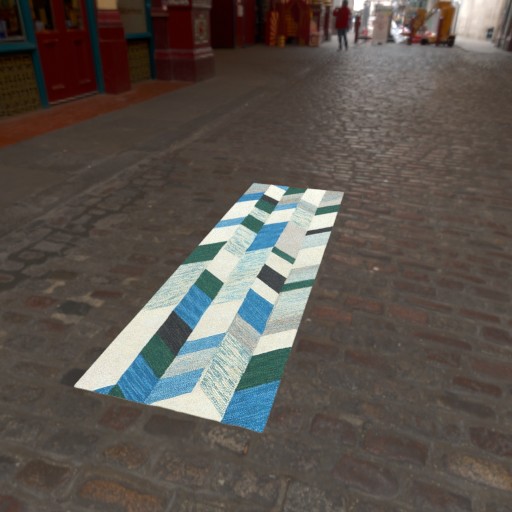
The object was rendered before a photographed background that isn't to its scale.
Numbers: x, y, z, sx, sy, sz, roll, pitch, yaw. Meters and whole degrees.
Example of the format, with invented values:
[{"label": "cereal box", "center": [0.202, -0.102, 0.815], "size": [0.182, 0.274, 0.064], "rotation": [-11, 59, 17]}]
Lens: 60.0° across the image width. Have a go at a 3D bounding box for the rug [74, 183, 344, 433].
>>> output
[{"label": "rug", "center": [0.000, 0.000, 2.665], "size": [0.774, 0.008, 2.437], "rotation": [8, 30, 14]}]
